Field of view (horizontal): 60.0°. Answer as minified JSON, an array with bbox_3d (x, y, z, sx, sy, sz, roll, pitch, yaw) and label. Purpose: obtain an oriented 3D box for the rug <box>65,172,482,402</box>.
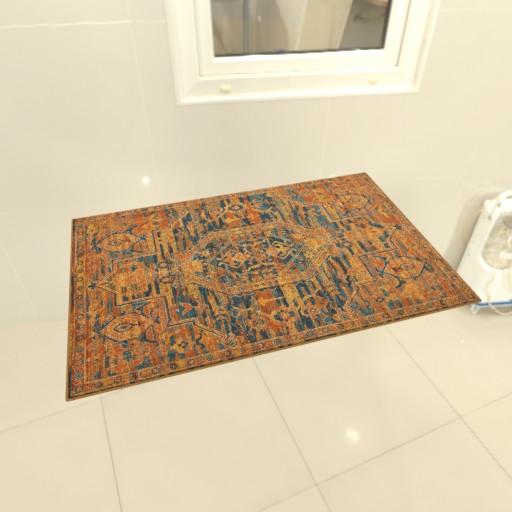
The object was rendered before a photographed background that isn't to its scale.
[{"bbox_3d":[0.000,0.000,1.073,0.863,0.008,0.557,-11,43,-12],"label":"rug"}]
